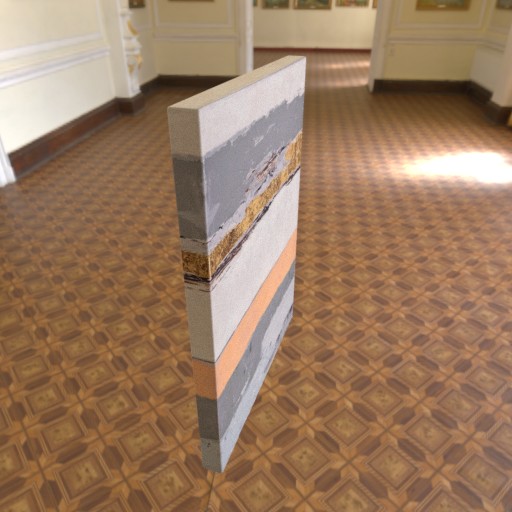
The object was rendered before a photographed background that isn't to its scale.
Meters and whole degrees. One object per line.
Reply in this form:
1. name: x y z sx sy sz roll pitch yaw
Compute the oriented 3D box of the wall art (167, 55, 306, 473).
1. wall art: 0.000 0.000 0.794 0.038 0.609 0.456 10 32 17
